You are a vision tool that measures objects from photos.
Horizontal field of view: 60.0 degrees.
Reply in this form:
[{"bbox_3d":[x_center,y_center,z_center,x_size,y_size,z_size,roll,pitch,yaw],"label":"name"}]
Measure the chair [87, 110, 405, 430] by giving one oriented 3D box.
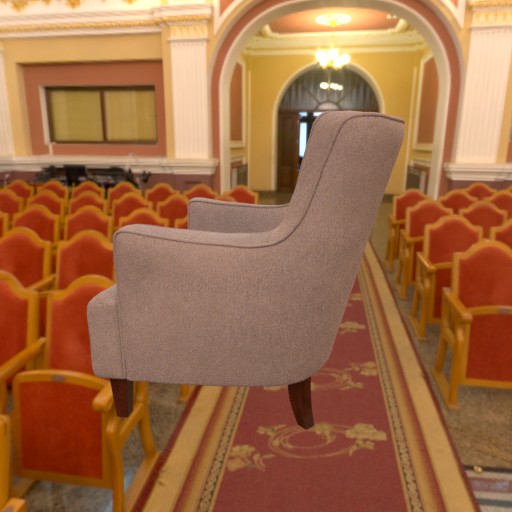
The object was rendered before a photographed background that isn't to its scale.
[{"bbox_3d":[0.000,0.000,1.544,0.910,0.919,0.781,2,15,9],"label":"chair"}]
